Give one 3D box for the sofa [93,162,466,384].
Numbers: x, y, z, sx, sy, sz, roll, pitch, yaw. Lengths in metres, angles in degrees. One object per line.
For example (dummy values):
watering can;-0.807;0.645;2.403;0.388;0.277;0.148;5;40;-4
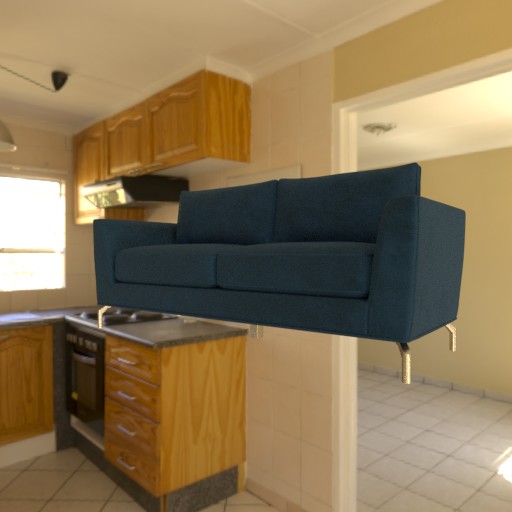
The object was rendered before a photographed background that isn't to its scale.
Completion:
sofa;0.000;0.000;2.716;2.212;0.998;0.853;0;1;37
